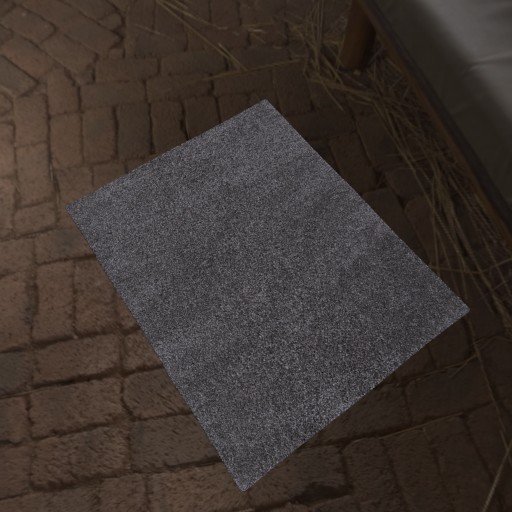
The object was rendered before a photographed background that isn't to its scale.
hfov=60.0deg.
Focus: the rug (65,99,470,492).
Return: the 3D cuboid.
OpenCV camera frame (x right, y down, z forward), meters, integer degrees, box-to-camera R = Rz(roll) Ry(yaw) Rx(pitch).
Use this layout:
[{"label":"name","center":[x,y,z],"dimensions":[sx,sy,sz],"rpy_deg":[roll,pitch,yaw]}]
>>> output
[{"label":"rug","center":[0.000,0.000,4.056],"dimensions":[2.401,0.025,3.000],"rpy_deg":[-33,68,-15]}]
